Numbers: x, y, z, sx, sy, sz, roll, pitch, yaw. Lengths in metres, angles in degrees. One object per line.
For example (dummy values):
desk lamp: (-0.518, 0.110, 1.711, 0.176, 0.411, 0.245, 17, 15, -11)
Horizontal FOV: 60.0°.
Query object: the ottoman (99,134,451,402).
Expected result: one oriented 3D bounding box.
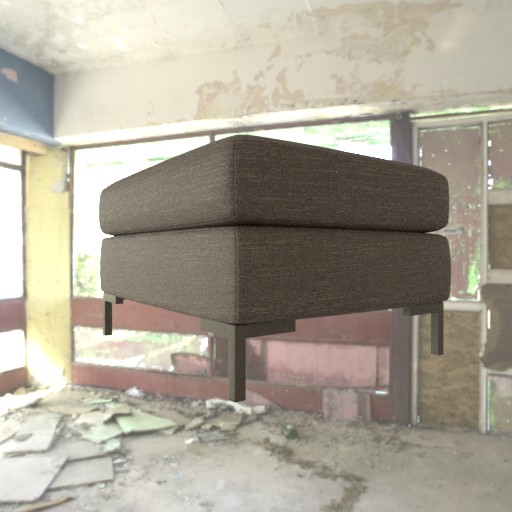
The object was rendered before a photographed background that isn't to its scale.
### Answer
ottoman: (0.000, 0.000, 1.244, 0.671, 0.490, 0.820, 0, 1, -35)
